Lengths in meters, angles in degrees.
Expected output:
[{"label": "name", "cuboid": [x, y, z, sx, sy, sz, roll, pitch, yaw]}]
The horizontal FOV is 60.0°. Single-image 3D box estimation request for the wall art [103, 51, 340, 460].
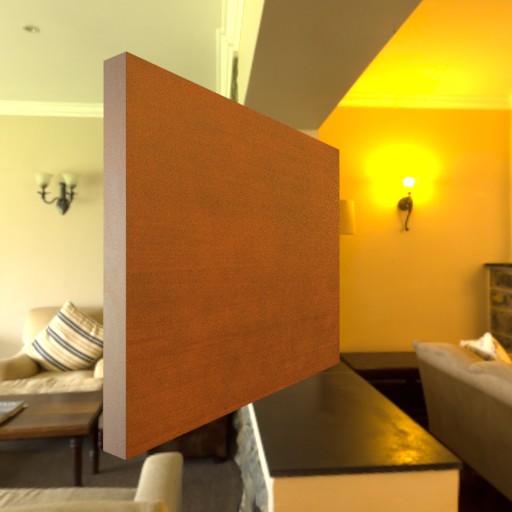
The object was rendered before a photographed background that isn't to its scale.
[{"label": "wall art", "cuboid": [0.000, 0.000, 0.527, 0.030, 0.328, 0.401, 0, 0, 35]}]
